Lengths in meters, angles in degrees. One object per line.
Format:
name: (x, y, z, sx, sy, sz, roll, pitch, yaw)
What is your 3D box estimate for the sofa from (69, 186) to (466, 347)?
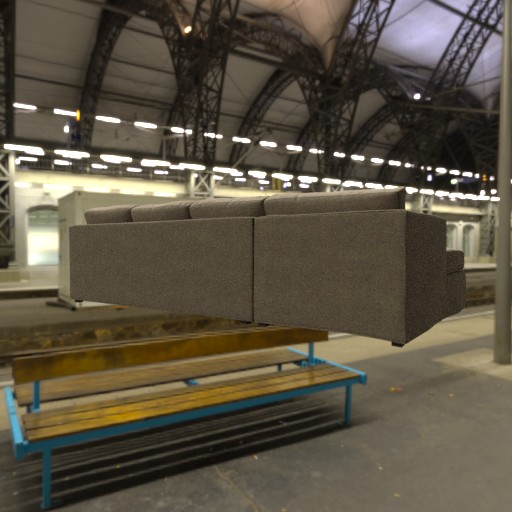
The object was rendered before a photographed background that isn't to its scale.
sofa: (0.000, 0.000, 3.934, 3.205, 0.922, 1.650, 1, 2, 35)
